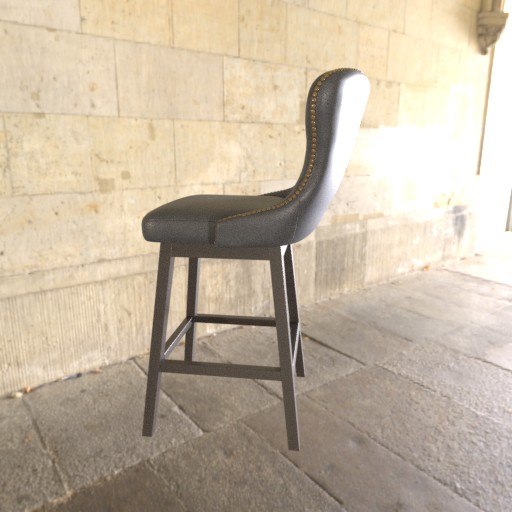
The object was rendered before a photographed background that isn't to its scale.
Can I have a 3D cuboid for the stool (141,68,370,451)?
[{"bbox_3d":[0.000,0.000,1.305,0.593,0.971,0.528,2,14,8],"label":"stool"}]
